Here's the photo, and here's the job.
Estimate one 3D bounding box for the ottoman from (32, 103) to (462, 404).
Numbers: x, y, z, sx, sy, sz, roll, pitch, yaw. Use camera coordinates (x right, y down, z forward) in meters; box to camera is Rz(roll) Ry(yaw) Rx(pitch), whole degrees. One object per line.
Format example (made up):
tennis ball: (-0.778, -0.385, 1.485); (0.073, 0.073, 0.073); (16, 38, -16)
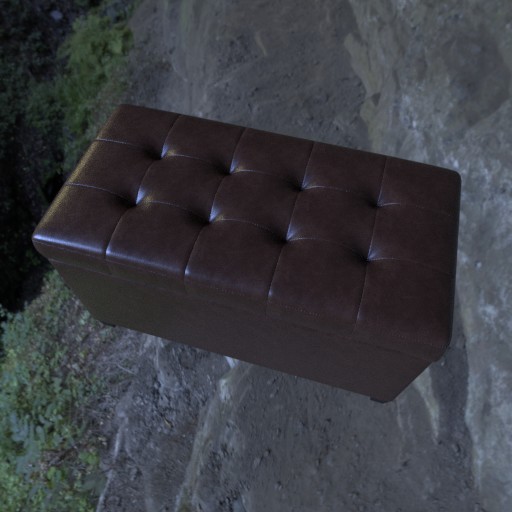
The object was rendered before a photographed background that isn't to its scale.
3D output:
ottoman: (0.000, 0.000, 1.111); (0.838, 0.470, 0.432); (14, 59, 8)
